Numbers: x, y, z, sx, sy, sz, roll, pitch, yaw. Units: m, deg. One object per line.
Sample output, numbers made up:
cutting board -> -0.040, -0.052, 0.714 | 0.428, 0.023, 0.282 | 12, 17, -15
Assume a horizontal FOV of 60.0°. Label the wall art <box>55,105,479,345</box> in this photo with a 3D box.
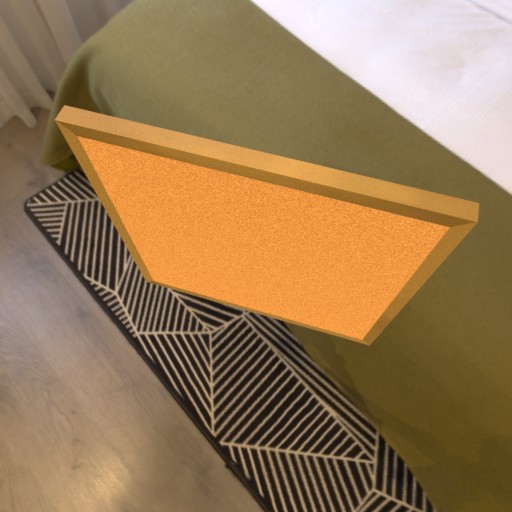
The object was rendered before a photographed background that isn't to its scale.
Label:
wall art -> 0.000, 0.000, 1.117 | 0.762, 0.762, 0.038 | 15, 65, 7
